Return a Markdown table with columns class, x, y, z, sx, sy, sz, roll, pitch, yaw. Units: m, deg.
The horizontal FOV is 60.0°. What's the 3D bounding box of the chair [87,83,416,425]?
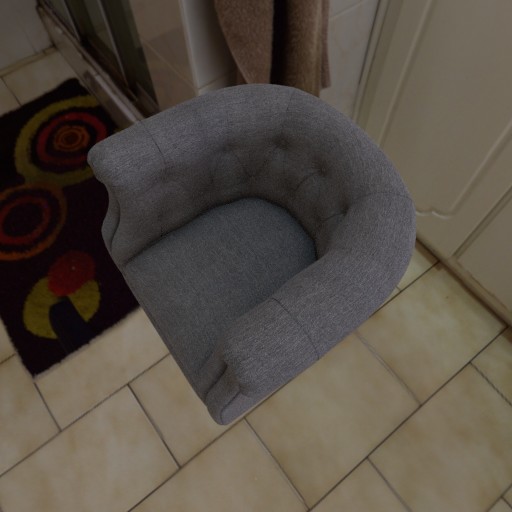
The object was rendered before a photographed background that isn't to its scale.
| class | x | y | z | sx | sy | sz | roll | pitch | yaw |
| --- | --- | --- | --- | --- | --- | --- | --- | --- | --- |
| chair | 0.000 | 0.000 | 1.572 | 0.852 | 0.827 | 0.905 | -32 | 68 | -15 |
